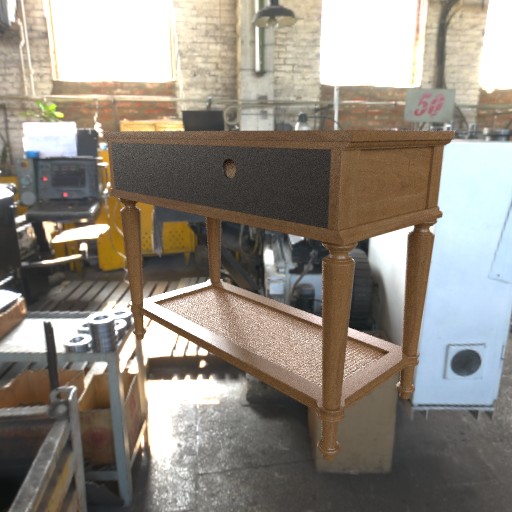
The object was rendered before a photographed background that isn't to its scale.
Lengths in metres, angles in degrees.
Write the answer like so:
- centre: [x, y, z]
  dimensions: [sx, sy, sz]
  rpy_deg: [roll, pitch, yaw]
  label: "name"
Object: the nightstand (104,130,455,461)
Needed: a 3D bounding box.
- centre: [0.000, 0.000, 1.292]
  dimensions: [0.432, 0.700, 0.914]
  rpy_deg: [-14, 21, -42]
  label: "nightstand"
